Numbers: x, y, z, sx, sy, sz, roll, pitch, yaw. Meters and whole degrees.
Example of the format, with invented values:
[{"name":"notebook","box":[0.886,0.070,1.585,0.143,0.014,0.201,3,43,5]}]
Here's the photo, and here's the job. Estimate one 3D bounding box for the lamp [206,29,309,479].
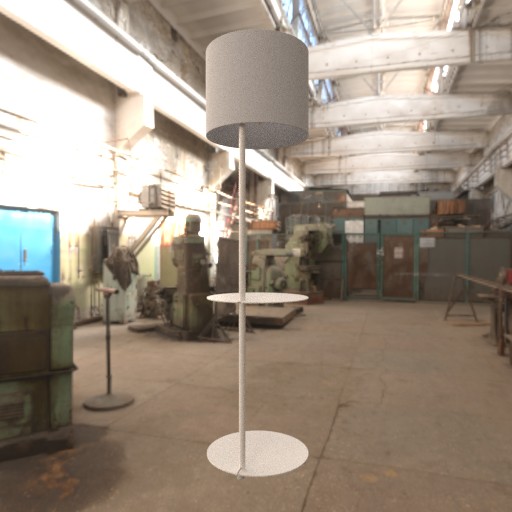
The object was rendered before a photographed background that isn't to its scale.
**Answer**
[{"name":"lamp","box":[0.000,0.000,1.605,0.372,1.465,0.405,0,0,19]}]
